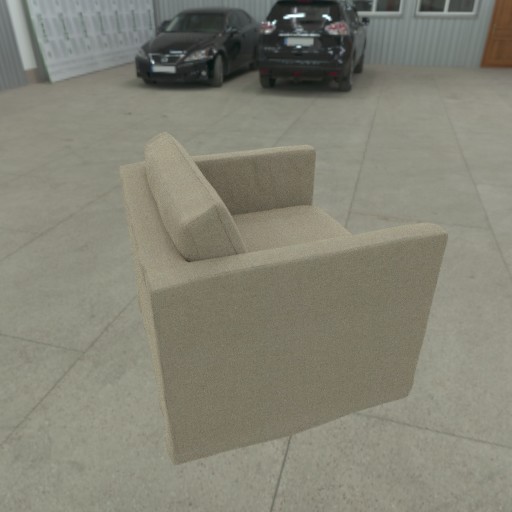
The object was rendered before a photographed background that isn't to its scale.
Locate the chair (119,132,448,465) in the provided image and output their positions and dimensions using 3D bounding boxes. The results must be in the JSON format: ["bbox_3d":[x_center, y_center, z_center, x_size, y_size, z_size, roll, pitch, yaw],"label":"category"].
[{"bbox_3d":[0.000,0.000,1.783,0.949,0.863,1.057,-10,31,-17],"label":"chair"}]
